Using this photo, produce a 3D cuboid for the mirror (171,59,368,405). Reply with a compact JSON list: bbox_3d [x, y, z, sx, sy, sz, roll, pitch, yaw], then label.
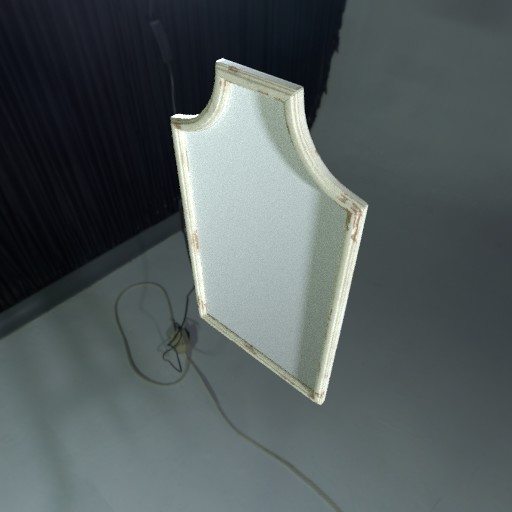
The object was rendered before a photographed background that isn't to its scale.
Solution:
[{"bbox_3d":[0.000,0.000,0.873,0.403,0.717,0.022,31,53,27],"label":"mirror"}]
